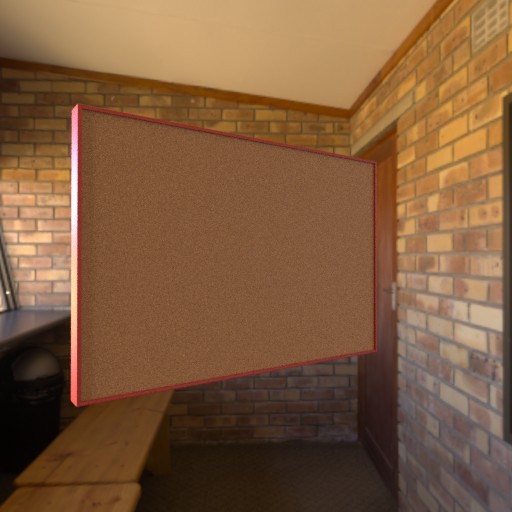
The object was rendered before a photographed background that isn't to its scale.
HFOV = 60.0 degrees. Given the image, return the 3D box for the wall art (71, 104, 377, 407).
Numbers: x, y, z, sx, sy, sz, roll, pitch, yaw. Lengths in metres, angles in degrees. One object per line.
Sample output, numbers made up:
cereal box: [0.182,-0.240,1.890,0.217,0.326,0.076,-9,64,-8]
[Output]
wall art: [0.000,0.000,0.779,0.607,0.405,0.033,0,-1,-35]
